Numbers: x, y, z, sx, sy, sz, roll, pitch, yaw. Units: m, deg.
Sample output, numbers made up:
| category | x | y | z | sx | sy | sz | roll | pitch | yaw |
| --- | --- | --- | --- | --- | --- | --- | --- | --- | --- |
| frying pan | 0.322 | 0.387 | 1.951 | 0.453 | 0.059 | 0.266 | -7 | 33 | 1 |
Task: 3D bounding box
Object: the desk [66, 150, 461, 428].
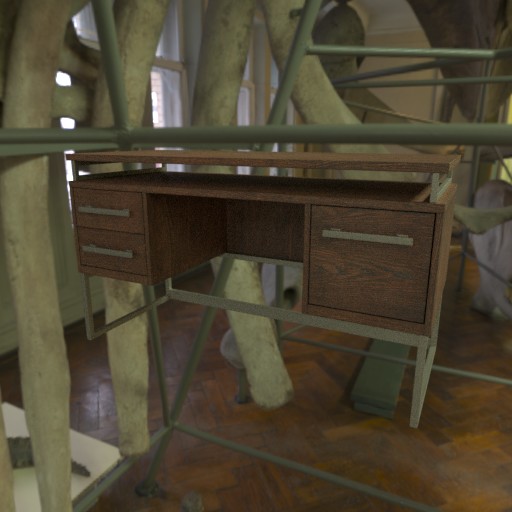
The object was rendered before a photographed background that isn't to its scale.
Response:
| category | x | y | z | sx | sy | sz | roll | pitch | yaw |
| --- | --- | --- | --- | --- | --- | --- | --- | --- | --- |
| desk | 0.000 | 0.000 | 1.773 | 1.384 | 0.792 | 0.610 | 7 | 17 | 26 |
